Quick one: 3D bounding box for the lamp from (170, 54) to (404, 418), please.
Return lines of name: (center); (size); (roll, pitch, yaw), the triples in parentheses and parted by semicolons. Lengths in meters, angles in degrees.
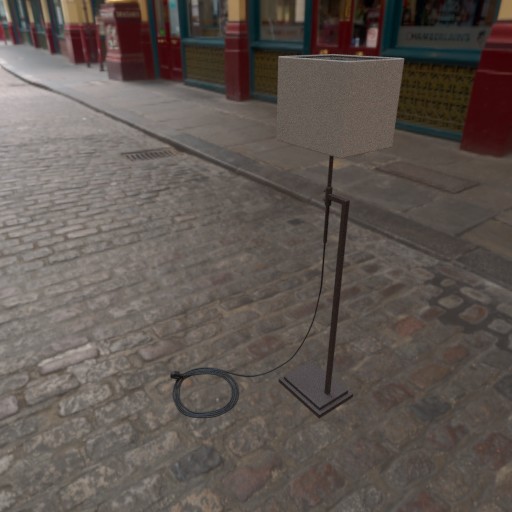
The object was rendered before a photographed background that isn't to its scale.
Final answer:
lamp: (0.000, 0.000, 1.956); (0.774, 1.600, 0.698); (-19, 32, -32)
